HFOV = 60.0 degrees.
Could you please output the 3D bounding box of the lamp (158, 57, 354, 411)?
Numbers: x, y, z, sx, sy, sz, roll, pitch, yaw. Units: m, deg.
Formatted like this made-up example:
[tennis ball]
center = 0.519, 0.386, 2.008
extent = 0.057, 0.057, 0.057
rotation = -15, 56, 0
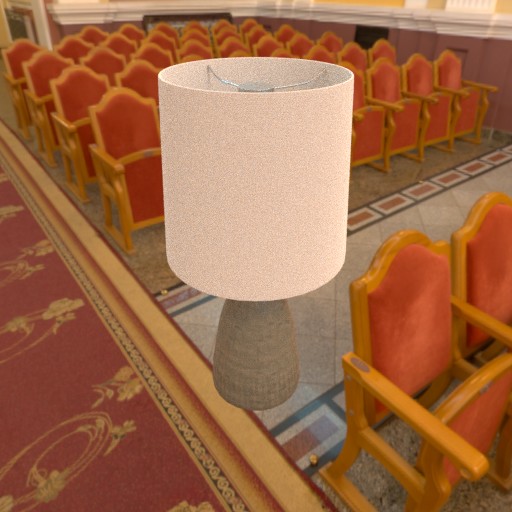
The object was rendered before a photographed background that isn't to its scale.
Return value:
[lamp]
center = 0.000, 0.000, 0.475
extent = 0.186, 0.369, 0.186
rotation = 0, 32, 0
